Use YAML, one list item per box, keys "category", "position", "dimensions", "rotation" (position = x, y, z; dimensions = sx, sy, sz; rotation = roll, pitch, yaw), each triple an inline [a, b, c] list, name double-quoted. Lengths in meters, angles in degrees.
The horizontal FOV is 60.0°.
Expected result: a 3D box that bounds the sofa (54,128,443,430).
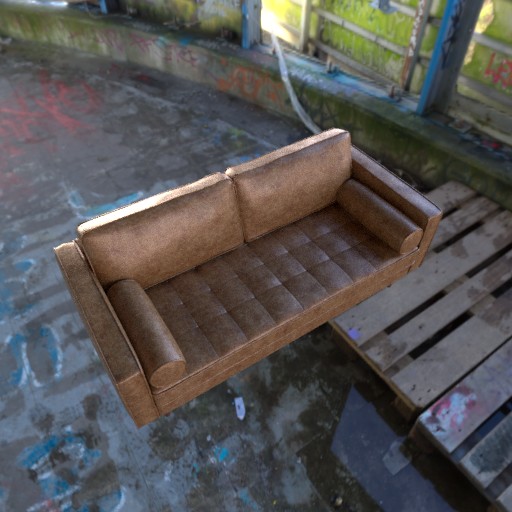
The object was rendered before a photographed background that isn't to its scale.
- category: "sofa"
  position: [0.000, 0.000, 2.489]
  dimensions: [1.920, 0.825, 0.924]
  rotation: [-25, 52, -22]
